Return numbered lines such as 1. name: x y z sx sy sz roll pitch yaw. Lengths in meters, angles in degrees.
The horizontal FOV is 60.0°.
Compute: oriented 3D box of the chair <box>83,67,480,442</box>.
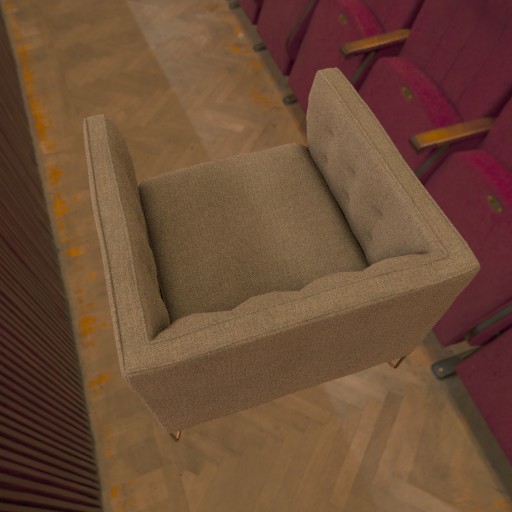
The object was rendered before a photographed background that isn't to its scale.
1. chair: 0.000 0.000 1.574 0.920 0.799 0.912 -15 58 -10
